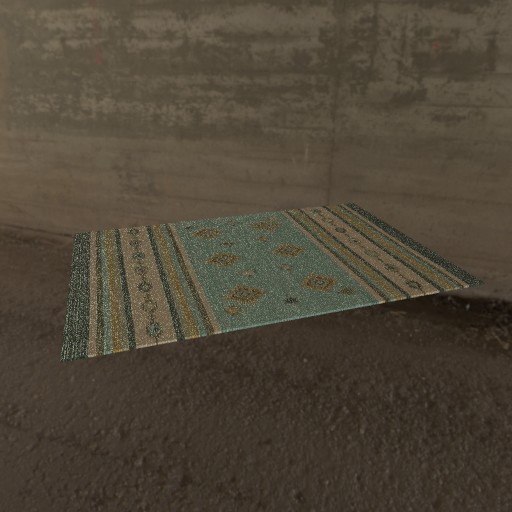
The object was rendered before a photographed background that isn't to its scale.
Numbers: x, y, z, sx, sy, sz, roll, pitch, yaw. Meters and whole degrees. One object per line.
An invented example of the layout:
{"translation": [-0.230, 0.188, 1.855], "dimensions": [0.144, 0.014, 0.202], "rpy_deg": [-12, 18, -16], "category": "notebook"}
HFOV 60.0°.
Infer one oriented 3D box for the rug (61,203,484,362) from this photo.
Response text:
{"translation": [0.000, 0.000, 2.304], "dimensions": [1.811, 0.010, 1.212], "rpy_deg": [-8, 26, -16], "category": "rug"}
